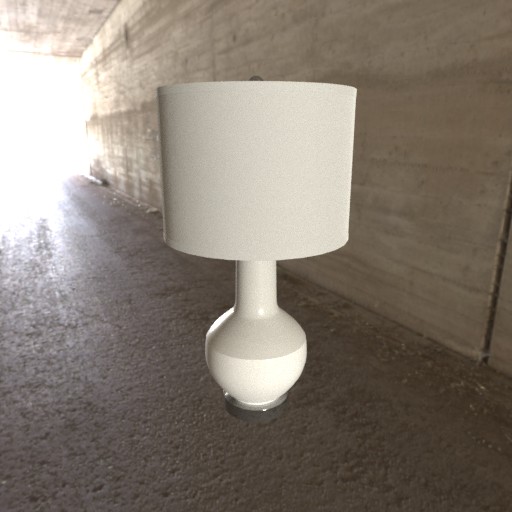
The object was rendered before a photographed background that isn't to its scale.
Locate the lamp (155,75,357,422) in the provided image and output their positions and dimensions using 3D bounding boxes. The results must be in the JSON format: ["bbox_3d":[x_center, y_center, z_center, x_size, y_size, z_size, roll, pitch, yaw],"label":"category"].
[{"bbox_3d":[0.000,0.000,0.887,0.357,0.673,0.357,8,18,26],"label":"lamp"}]
